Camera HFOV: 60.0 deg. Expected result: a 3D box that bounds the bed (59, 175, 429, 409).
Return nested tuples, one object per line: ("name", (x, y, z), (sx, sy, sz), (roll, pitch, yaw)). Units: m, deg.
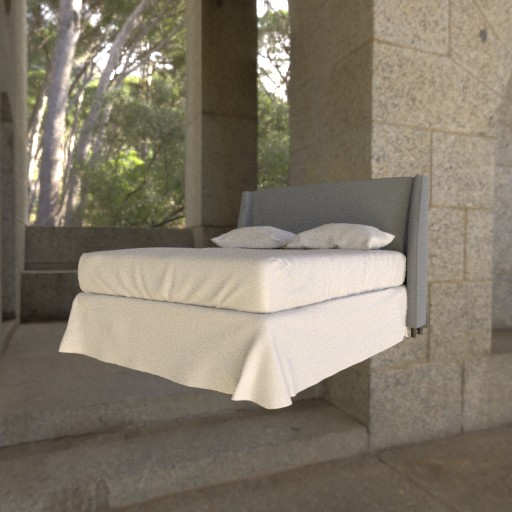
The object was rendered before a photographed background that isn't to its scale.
("bed", (0.000, 0.000, 3.386), (1.925, 1.332, 2.276), (1, 2, 38))
